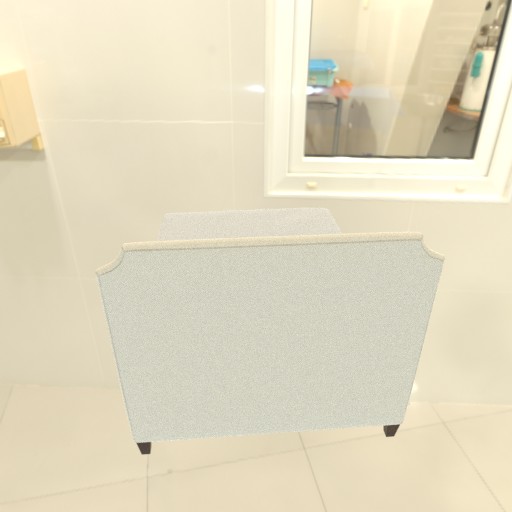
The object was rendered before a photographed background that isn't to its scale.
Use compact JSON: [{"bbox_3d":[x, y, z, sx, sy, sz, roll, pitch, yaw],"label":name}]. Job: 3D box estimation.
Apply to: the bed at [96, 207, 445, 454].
[{"bbox_3d":[0.000,0.000,3.436,1.712,1.497,2.372,-2,30,-4],"label":"bed"}]
